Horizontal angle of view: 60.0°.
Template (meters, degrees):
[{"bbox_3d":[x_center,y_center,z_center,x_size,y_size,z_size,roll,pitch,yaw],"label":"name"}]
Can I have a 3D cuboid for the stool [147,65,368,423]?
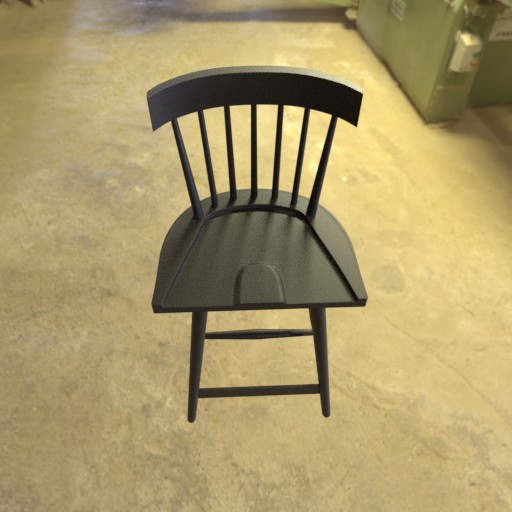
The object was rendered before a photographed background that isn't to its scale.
[{"bbox_3d":[0.000,0.000,1.262,0.494,0.953,0.549,-2,47,-2],"label":"stool"}]
